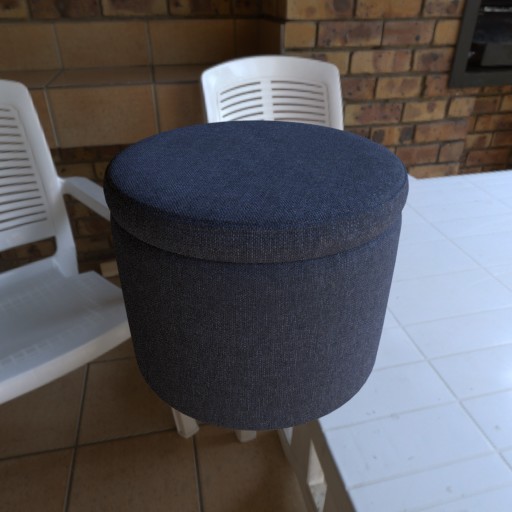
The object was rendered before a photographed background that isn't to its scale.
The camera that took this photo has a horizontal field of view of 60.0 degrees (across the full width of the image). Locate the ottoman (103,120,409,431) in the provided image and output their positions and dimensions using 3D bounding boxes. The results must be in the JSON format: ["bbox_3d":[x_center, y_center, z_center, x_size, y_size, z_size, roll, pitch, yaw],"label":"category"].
[{"bbox_3d":[0.000,0.000,0.873,0.520,0.430,0.520,0,31,0],"label":"ottoman"}]
